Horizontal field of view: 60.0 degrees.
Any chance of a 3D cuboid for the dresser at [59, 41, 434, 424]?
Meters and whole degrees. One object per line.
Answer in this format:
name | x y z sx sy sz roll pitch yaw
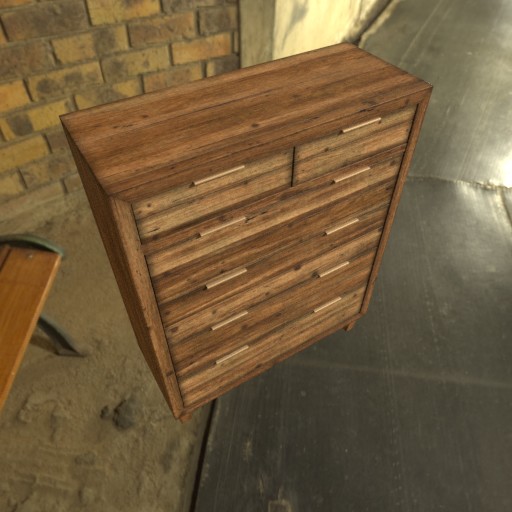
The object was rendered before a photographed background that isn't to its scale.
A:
dresser | 0.000 0.000 1.830 1.067 1.359 0.438 -24 51 -21
